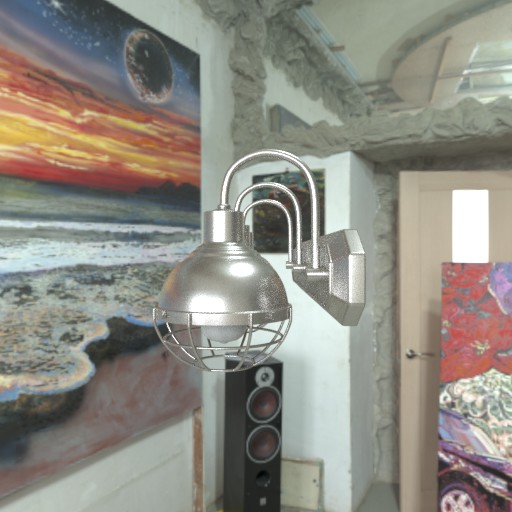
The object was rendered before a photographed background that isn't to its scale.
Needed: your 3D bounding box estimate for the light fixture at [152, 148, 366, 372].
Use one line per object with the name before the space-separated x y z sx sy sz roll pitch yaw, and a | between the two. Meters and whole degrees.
light fixture | 0.000 0.000 0.758 0.229 0.254 0.634 0 0 1
